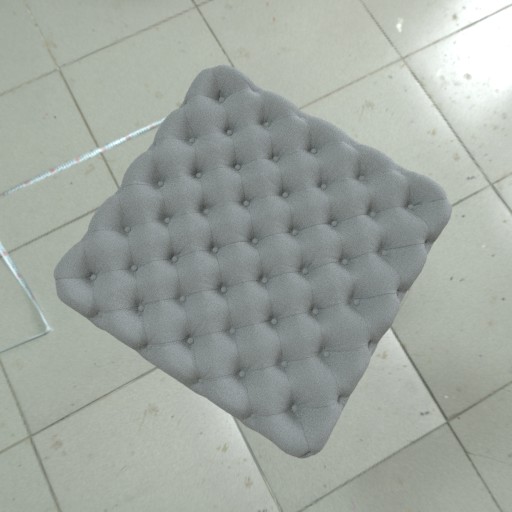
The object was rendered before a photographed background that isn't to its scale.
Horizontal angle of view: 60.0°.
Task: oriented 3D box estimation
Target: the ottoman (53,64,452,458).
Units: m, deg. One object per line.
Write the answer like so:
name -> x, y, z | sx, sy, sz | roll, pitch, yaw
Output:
ottoman -> 0.000, 0.000, 1.458 | 0.917, 0.439, 0.911 | 31, 79, 7
